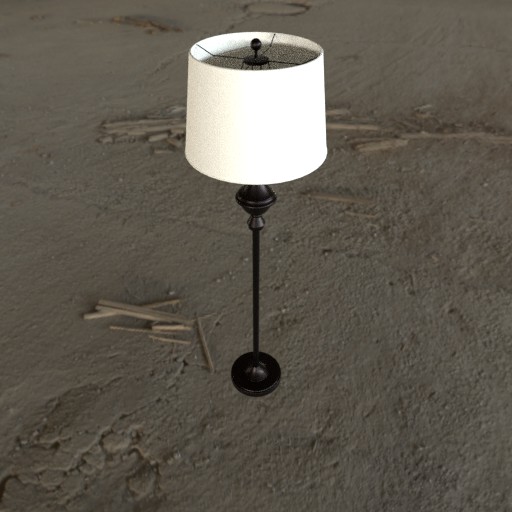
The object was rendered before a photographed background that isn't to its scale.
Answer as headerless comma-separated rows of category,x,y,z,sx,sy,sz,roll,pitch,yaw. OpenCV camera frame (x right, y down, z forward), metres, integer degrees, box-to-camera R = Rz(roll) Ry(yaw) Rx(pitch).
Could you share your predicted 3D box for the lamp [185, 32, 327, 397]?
lamp,0.000,0.000,1.633,0.431,1.484,0.431,0,40,0
